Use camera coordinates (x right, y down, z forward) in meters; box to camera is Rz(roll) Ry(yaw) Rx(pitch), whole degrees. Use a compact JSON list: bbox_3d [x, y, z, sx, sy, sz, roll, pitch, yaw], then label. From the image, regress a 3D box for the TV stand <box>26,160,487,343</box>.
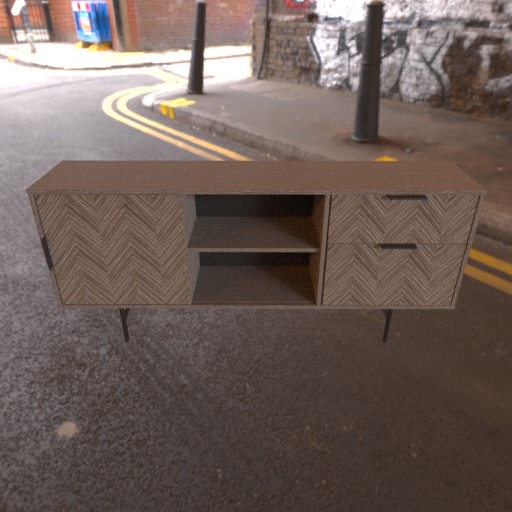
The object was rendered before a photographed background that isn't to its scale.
[{"bbox_3d":[0.000,0.000,2.076,1.804,0.787,0.405,0,30,0],"label":"TV stand"}]
